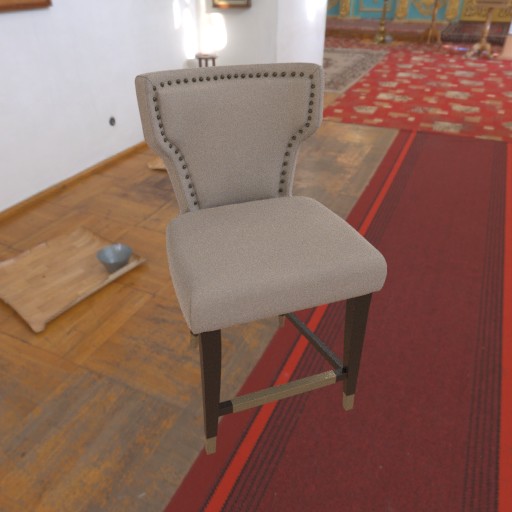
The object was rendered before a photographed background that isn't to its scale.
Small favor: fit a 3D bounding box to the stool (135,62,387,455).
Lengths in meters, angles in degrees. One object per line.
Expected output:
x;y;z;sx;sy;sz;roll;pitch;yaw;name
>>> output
0.000;0.000;1.304;0.527;0.982;0.563;-11;34;-16;stool
